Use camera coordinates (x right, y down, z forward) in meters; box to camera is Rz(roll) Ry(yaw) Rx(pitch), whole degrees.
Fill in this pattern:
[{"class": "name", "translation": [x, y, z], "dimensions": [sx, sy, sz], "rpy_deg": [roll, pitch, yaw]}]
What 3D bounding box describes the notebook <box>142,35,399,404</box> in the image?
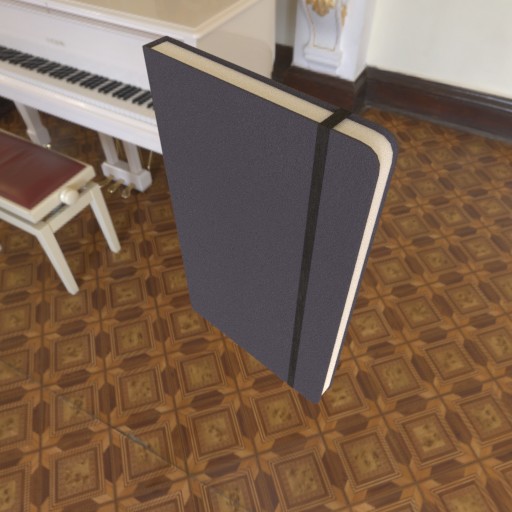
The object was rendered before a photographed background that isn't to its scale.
[{"class": "notebook", "translation": [0.000, 0.000, 0.261], "dimensions": [0.127, 0.213, 0.016], "rpy_deg": [33, 56, 26]}]
